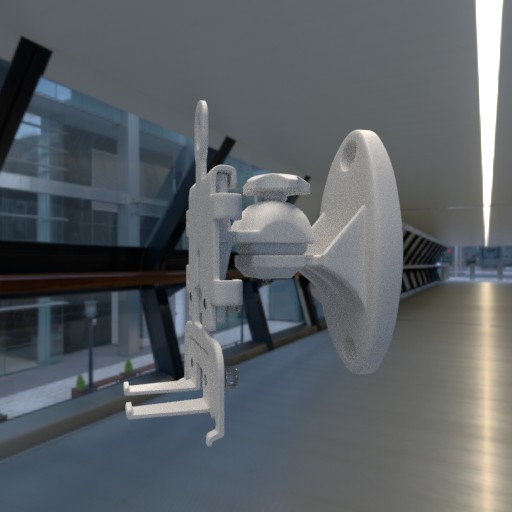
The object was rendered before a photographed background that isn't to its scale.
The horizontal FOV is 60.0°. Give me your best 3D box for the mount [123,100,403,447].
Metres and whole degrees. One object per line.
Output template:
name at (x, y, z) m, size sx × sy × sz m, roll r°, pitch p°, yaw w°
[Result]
mount at (0.000, 0.000, 0.176) m, size 0.100 × 0.118 × 0.066 m, roll 0°, pitch 0°, yaw -18°
